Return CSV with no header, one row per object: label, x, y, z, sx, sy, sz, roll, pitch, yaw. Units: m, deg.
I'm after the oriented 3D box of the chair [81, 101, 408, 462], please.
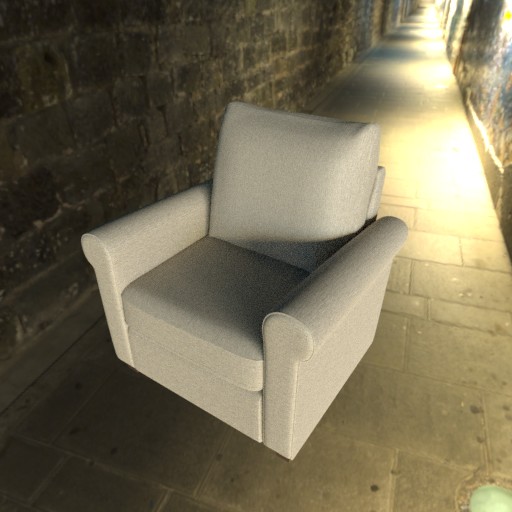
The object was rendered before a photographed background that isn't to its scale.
chair,0.000,0.000,2.311,1.275,1.349,1.180,19,36,29
